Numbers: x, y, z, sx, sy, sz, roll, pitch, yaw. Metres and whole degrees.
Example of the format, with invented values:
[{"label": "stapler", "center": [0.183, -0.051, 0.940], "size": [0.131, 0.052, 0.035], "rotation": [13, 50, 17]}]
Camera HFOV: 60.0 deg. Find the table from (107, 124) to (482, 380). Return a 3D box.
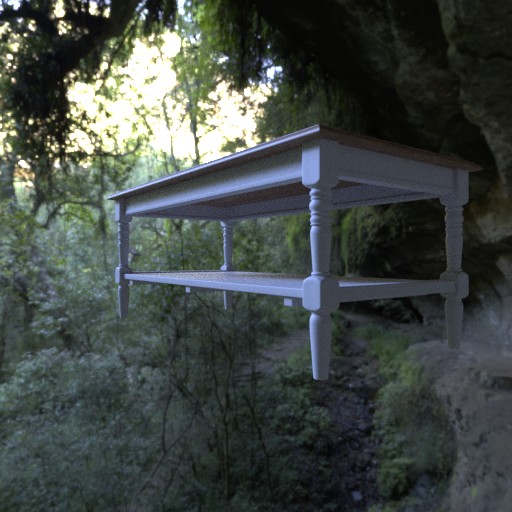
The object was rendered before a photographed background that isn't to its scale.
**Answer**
[{"label": "table", "center": [0.000, 0.000, 1.373], "size": [0.559, 0.458, 1.118], "rotation": [0, 0, -37]}]
